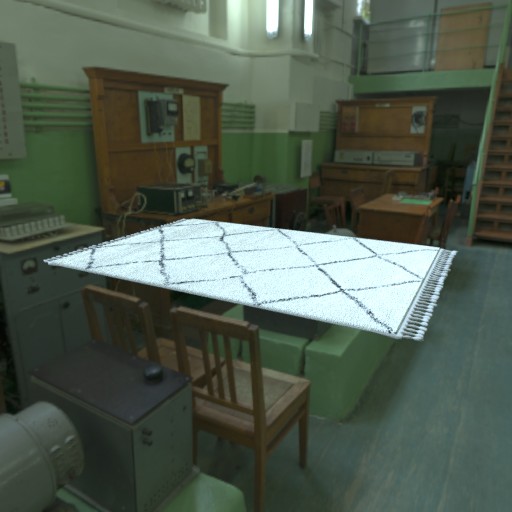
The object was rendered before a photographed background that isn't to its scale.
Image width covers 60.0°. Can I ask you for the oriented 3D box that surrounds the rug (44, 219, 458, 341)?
[{"bbox_3d":[0.000,0.000,2.893,2.307,0.031,1.494,9,18,27],"label":"rug"}]
